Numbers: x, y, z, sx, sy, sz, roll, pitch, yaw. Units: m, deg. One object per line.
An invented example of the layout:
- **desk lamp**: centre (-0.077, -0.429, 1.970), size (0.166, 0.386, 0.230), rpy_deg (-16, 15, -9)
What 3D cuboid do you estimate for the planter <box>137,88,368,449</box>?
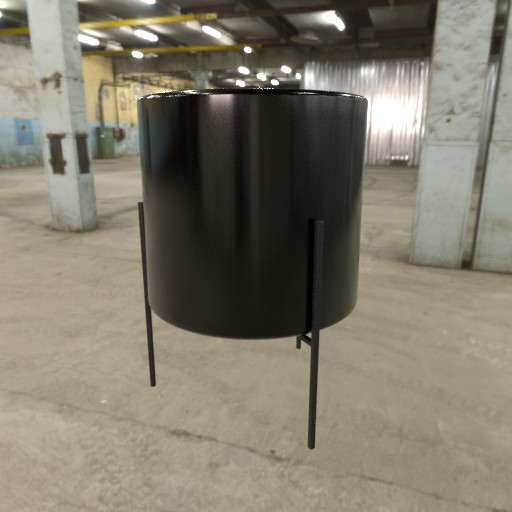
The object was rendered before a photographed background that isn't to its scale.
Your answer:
- **planter**: centre (0.000, 0.000, 0.646), size (0.310, 0.432, 0.310), rpy_deg (-14, 20, -41)
